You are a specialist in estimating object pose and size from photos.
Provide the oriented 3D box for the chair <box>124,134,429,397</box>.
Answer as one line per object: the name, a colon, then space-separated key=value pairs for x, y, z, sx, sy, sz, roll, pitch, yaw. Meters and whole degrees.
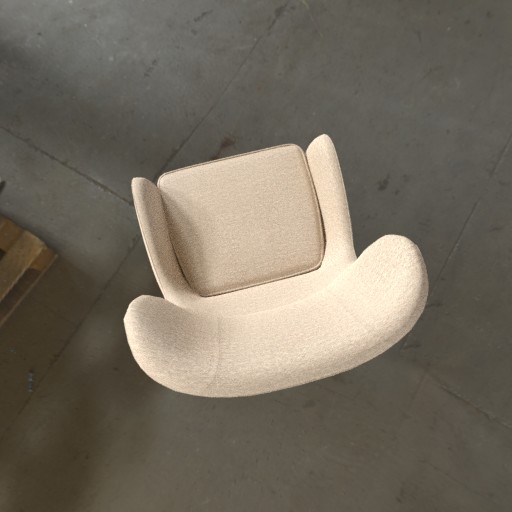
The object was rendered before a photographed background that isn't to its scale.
chair: x=0.000 y=0.000 z=1.764 sx=0.861 sy=1.064 sz=0.984 roll=-14 pitch=76 yaw=-4
